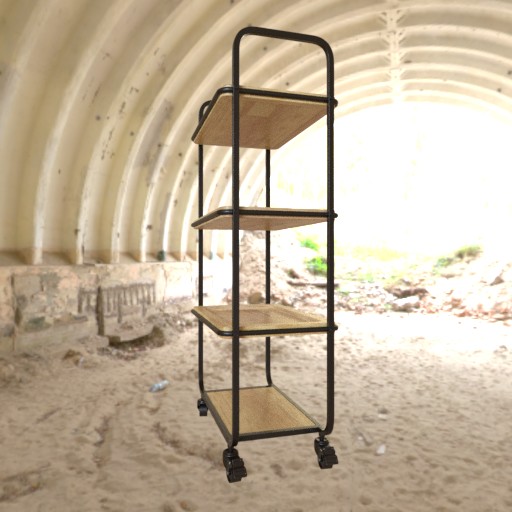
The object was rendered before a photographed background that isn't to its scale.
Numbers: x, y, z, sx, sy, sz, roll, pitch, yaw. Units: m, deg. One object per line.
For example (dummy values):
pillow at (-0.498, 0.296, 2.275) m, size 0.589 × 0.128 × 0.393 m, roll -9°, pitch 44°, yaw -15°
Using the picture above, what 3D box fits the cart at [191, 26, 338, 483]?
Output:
cart at (0.000, 0.000, 1.306) m, size 0.321 × 1.080 × 0.545 m, roll 0°, pitch 0°, yaw -16°
